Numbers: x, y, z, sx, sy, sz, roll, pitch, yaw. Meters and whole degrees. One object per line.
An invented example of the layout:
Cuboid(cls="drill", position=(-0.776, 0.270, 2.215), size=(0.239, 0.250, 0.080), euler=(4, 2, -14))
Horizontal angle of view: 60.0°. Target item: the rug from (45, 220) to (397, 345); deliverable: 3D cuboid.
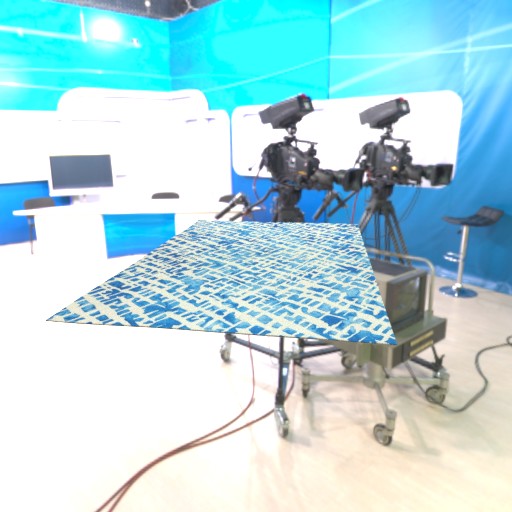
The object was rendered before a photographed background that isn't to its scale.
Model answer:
Cuboid(cls="rug", position=(0.000, 0.000, 3.030), size=(1.520, 0.011, 2.447), euler=(2, 16, 9))
